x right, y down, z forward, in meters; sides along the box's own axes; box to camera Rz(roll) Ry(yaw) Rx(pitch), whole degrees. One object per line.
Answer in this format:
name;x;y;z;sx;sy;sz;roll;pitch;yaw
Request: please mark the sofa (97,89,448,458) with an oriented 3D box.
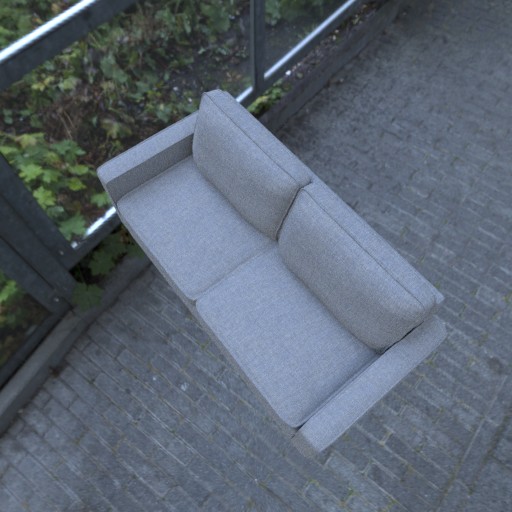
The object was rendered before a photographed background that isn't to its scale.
sofa;0.000;0.000;2.625;0.945;0.918;2.078;-35;68;-16
